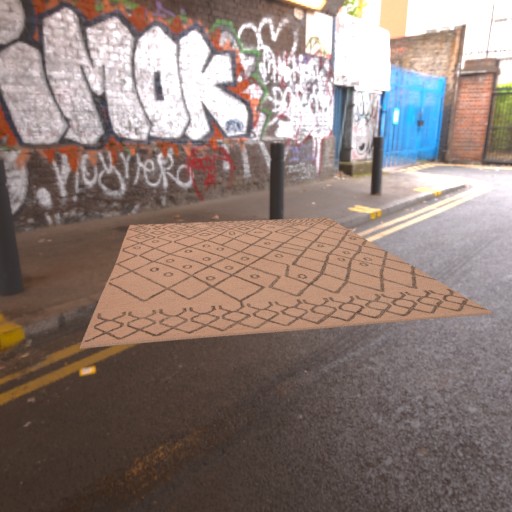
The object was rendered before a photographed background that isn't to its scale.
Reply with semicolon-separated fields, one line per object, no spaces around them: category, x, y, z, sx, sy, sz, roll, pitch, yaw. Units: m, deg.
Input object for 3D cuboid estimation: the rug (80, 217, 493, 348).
rug;0.000;0.000;3.972;2.446;0.015;3.046;-3;17;-10
